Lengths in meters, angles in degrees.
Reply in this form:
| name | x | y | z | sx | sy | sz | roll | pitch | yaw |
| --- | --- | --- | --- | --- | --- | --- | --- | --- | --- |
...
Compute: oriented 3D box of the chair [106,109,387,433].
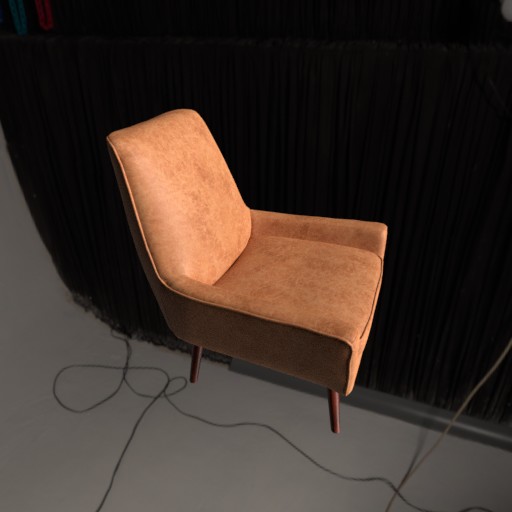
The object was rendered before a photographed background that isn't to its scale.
| name | x | y | z | sx | sy | sz | roll | pitch | yaw |
| --- | --- | --- | --- | --- | --- | --- | --- | --- | --- |
| chair | 0.000 | 0.000 | 1.553 | 0.851 | 0.883 | 0.753 | 10 | 31 | 18 |
